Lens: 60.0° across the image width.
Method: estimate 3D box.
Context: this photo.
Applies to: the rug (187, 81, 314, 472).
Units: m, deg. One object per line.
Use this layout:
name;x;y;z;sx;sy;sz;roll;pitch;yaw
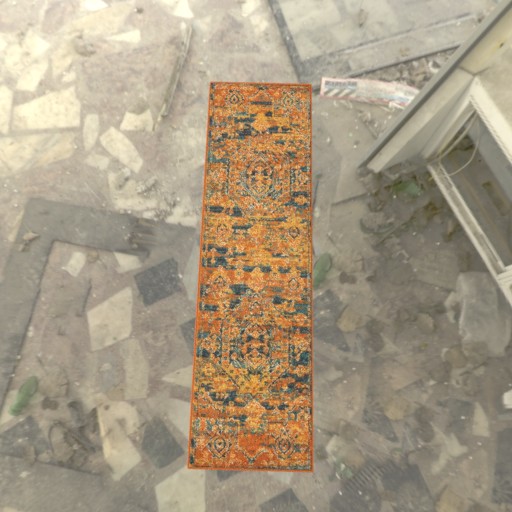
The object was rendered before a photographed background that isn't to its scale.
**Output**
rug;0.000;0.000;2.548;0.651;0.016;2.274;1;76;0
